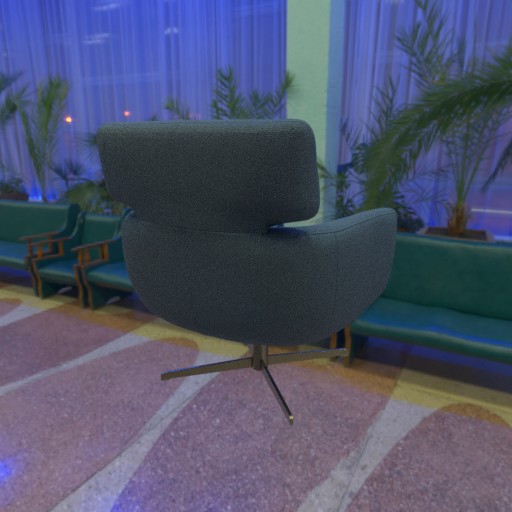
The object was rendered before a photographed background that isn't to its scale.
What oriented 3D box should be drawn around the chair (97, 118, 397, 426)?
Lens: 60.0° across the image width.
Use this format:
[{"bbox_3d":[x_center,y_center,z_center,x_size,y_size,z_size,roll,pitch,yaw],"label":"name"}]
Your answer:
[{"bbox_3d":[0.000,0.000,1.413,0.738,0.813,0.761,9,17,29],"label":"chair"}]
